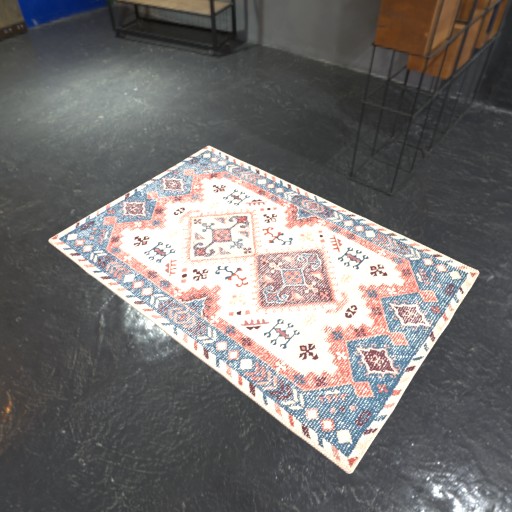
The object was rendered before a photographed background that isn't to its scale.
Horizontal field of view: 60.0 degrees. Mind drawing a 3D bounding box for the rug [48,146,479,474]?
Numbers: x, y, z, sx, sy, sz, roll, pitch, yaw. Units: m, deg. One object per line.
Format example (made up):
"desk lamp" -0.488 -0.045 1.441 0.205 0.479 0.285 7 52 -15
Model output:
"rug" 0.000 0.000 2.245 1.840 0.015 1.225 30 52 27
